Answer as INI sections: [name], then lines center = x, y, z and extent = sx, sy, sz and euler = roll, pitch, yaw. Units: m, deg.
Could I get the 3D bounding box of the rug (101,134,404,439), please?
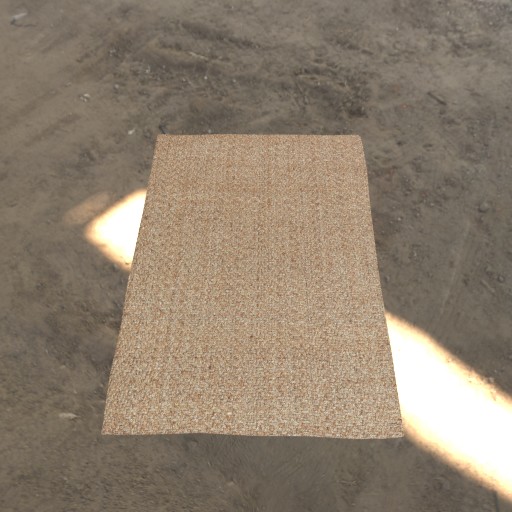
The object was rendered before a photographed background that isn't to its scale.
[rug]
center = 0.000, 0.000, 2.786
extent = 1.566, 0.013, 2.141
euler = 0, 59, 0
